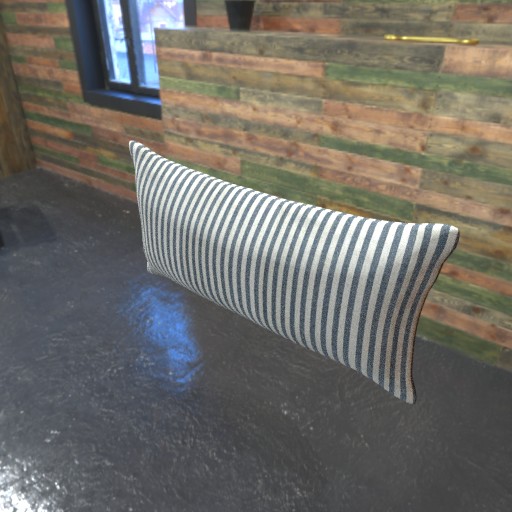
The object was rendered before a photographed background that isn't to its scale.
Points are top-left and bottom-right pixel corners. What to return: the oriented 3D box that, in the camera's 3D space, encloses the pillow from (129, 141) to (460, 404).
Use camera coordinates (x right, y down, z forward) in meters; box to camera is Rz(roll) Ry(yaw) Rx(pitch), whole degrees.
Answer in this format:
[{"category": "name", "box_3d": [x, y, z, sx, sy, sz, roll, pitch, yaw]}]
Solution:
[{"category": "pillow", "box_3d": [0.000, 0.000, 0.760, 0.617, 0.295, 0.151, 21, 36, 33]}]
